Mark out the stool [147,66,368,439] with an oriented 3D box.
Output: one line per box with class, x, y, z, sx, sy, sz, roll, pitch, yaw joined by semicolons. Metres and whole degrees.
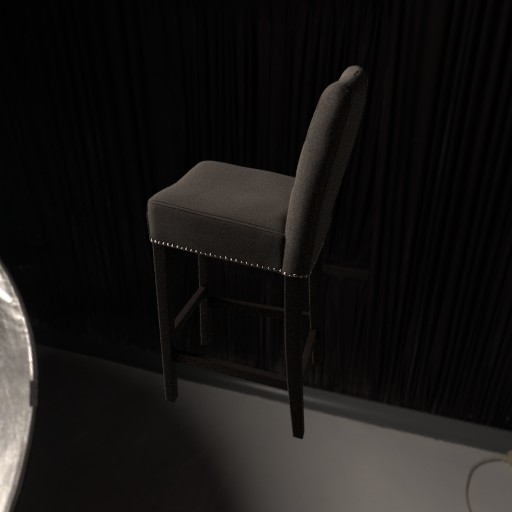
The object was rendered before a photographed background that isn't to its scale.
stool;0.000;0.000;1.345;0.548;1.047;0.411;8;30;15
